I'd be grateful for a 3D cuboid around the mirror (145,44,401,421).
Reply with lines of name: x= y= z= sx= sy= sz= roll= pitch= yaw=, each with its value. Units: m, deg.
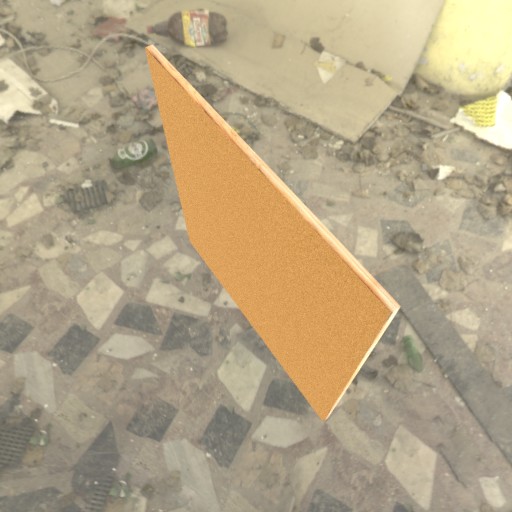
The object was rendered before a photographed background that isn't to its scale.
mirror: x=0.000 y=0.000 z=1.193 sx=0.061 sy=0.804 sz=0.804 roll=-31 pitch=63 yaw=-17
